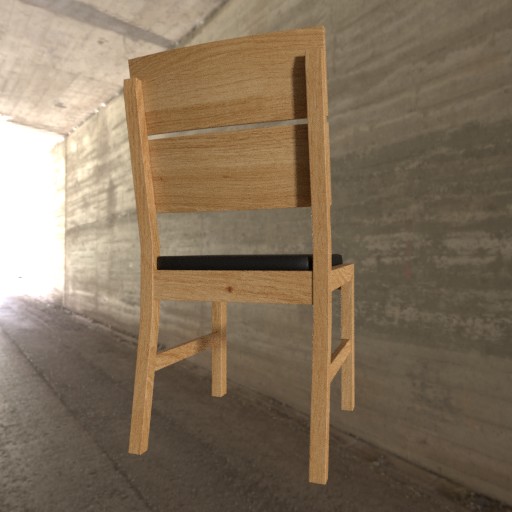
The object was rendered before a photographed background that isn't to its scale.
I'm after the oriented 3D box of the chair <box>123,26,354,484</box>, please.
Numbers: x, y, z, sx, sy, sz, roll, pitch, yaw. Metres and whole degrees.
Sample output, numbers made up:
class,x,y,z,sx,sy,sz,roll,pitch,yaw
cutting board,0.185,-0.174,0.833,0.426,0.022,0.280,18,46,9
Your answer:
class,x,y,z,sx,sy,sz,roll,pitch,yaw
chair,0.000,0.000,1.235,0.475,0.950,0.569,0,-1,19
